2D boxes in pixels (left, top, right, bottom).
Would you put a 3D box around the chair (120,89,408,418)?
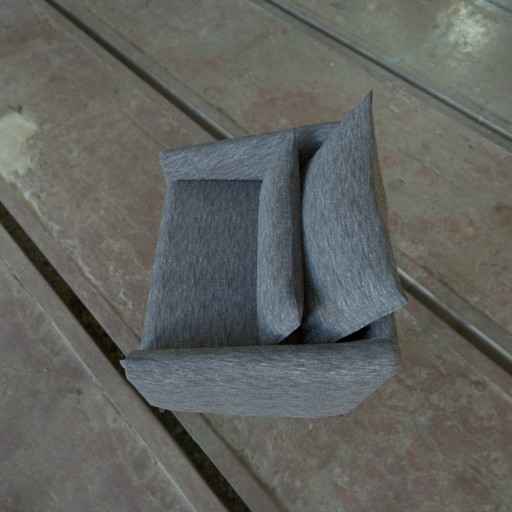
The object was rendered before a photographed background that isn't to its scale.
[{"bbox_3d":[0.000,0.000,1.594,0.805,0.842,1.004,1,59,1],"label":"chair"}]
